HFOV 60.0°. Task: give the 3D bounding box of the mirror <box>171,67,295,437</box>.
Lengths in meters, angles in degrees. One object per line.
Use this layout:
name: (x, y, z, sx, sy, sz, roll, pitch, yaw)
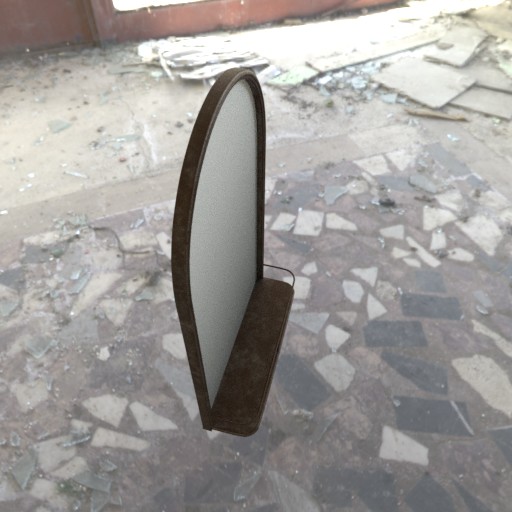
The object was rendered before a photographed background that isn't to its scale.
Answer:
mirror: (0.000, 0.000, 0.971, 0.137, 0.770, 0.510, 11, 48, 10)
